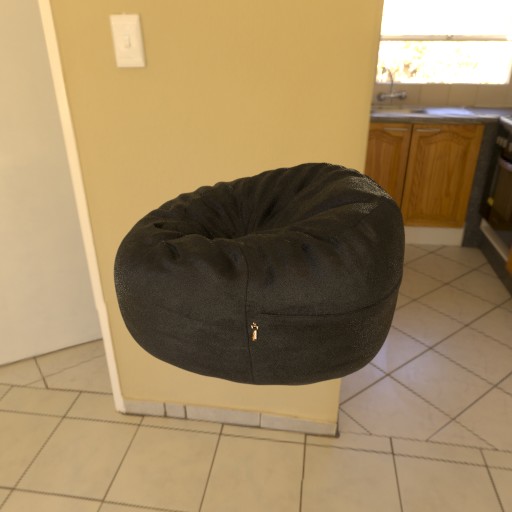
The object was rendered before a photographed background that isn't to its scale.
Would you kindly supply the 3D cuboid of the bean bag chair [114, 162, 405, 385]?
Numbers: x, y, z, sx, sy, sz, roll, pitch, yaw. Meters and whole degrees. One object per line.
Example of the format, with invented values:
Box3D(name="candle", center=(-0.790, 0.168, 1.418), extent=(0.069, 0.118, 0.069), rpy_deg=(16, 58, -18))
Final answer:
Box3D(name="bean bag chair", center=(0.000, 0.000, 2.475), extent=(1.524, 0.878, 1.524), rpy_deg=(-1, 26, -1))
